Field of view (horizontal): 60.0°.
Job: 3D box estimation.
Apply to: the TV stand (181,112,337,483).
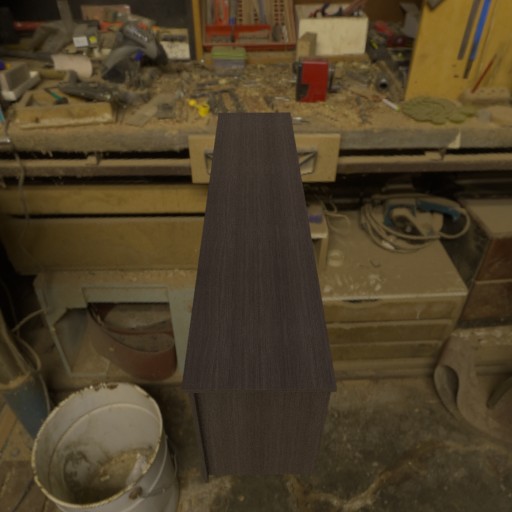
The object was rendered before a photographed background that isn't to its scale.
[{"bbox_3d":[0.000,0.000,2.027,0.406,0.610,1.778,0,41,0],"label":"TV stand"}]
